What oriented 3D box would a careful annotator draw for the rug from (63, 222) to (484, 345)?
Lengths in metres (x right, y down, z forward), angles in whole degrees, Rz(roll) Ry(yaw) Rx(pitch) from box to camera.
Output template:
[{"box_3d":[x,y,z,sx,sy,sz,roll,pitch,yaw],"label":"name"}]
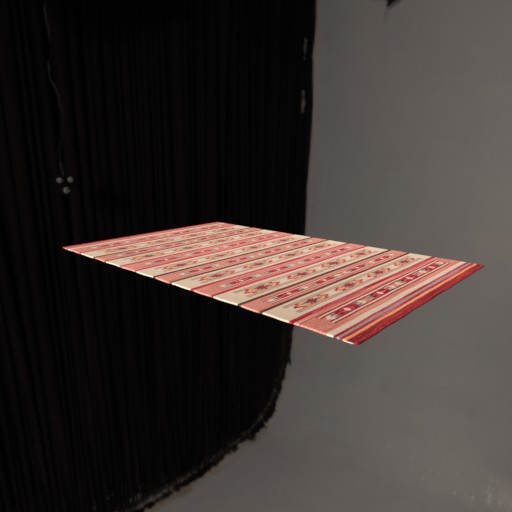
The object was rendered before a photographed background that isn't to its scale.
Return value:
[{"box_3d":[0.000,0.000,2.989,2.431,0.010,1.535,12,18,41],"label":"rug"}]
